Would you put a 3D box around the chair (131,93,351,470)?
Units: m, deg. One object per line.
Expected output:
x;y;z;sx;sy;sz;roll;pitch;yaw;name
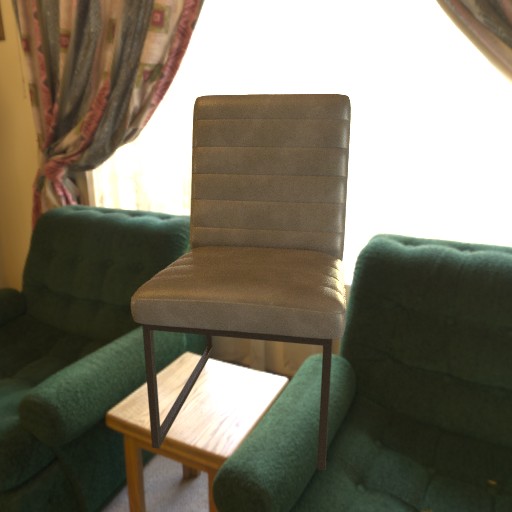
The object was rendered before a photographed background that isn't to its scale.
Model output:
0.000;0.000;1.305;0.520;0.930;0.634;3;17;10;chair
